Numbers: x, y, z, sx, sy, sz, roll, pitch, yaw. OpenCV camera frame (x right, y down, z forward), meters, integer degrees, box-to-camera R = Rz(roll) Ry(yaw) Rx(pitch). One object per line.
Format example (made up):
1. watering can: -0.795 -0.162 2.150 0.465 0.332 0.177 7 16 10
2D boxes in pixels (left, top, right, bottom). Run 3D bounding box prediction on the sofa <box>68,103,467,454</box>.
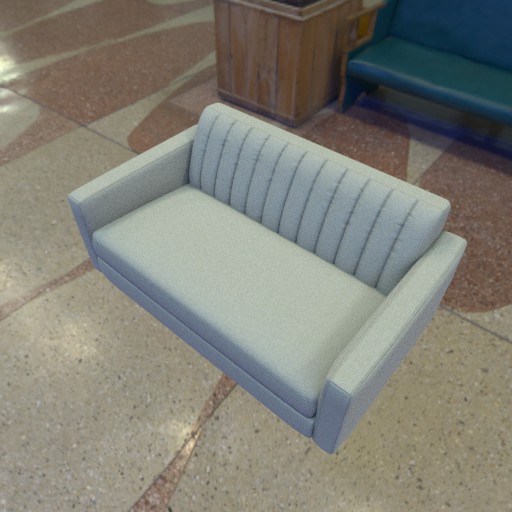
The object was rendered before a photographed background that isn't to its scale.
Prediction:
1. sofa: 0.000 0.000 2.141 1.585 0.801 0.950 31 54 27
